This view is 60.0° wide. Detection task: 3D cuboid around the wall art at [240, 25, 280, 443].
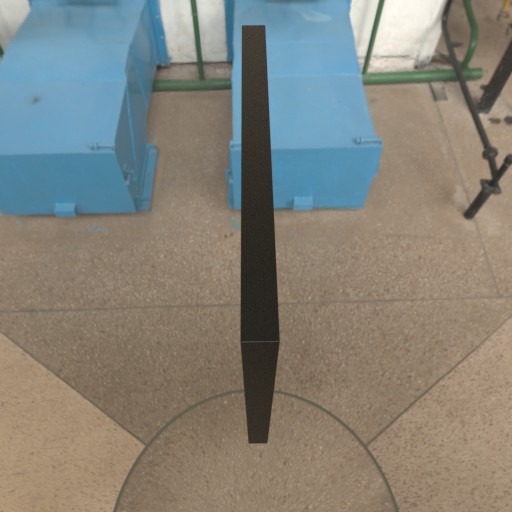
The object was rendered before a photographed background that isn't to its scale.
[{"bbox_3d":[0.000,0.000,0.750,0.036,0.508,0.508,-1,58,0],"label":"wall art"}]
